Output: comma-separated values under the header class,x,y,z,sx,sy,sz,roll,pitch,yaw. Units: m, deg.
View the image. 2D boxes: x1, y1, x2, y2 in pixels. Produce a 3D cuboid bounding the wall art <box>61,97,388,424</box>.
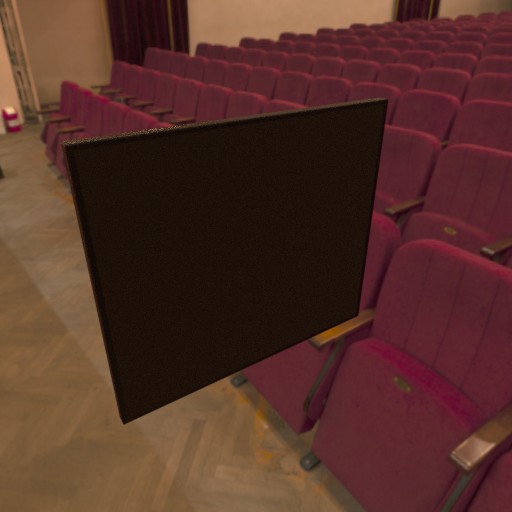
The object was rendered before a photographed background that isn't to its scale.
class,x,y,z,sx,sy,sz,roll,pitch,yaw
wall art,0.000,0.000,0.732,0.521,0.450,0.018,-18,34,-29
